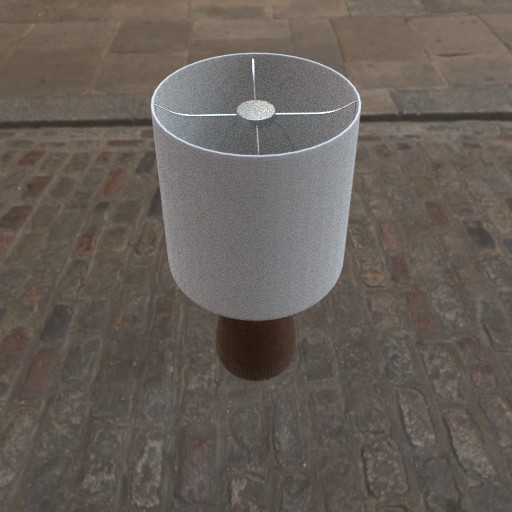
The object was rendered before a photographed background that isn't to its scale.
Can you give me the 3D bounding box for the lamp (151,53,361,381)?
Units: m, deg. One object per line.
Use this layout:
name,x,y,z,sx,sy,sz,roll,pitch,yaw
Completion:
lamp,0.000,0.000,0.484,0.186,0.369,0.186,0,47,0
